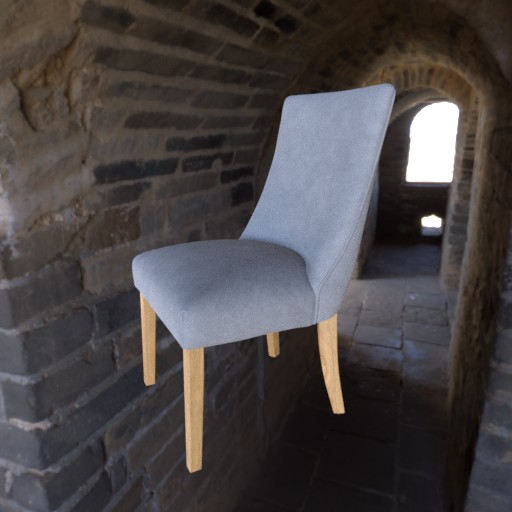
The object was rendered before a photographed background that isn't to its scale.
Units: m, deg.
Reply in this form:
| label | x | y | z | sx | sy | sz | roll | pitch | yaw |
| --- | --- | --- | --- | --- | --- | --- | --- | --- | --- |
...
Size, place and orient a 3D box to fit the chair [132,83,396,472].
| label | x | y | z | sx | sy | sz | roll | pitch | yaw |
| --- | --- | --- | --- | --- | --- | --- | --- | --- | --- |
| chair | 0.000 | 0.000 | 1.255 | 0.610 | 0.902 | 0.495 | -8 | 18 | -26 |
